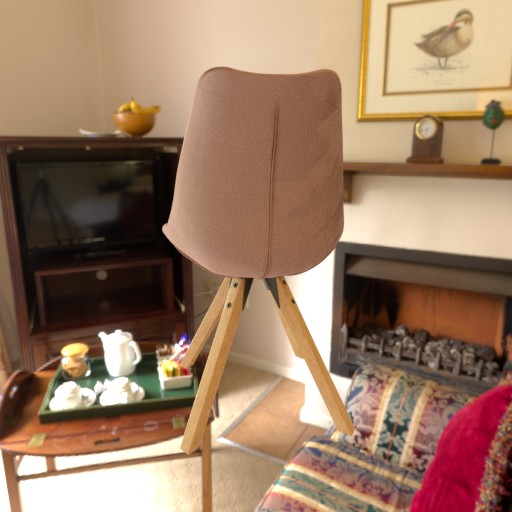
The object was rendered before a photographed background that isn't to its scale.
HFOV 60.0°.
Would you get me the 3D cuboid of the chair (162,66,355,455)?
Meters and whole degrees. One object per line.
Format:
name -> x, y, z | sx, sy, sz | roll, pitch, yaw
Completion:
chair -> 0.000, 0.000, 1.173 | 0.485, 0.850, 0.550 | -2, 14, -10
